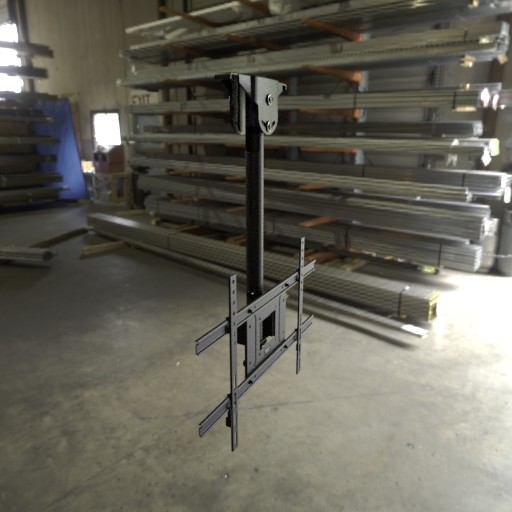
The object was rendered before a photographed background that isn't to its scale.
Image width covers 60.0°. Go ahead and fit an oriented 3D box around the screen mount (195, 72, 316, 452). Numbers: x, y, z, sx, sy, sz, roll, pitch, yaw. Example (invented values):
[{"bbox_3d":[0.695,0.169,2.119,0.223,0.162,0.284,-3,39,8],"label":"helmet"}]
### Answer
[{"bbox_3d":[0.000,0.000,1.040,0.090,0.775,0.595,8,18,27],"label":"screen mount"}]
